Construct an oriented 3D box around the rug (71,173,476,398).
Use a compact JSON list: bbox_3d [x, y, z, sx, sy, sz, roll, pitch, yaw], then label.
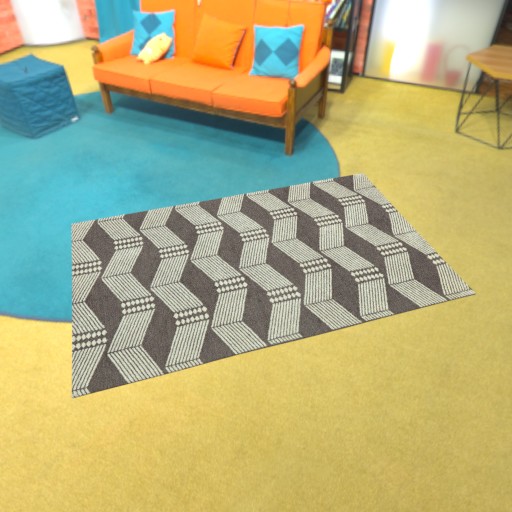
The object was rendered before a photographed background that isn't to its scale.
[{"bbox_3d":[0.000,0.000,3.063,2.435,0.011,1.517,-12,43,-13],"label":"rug"}]
